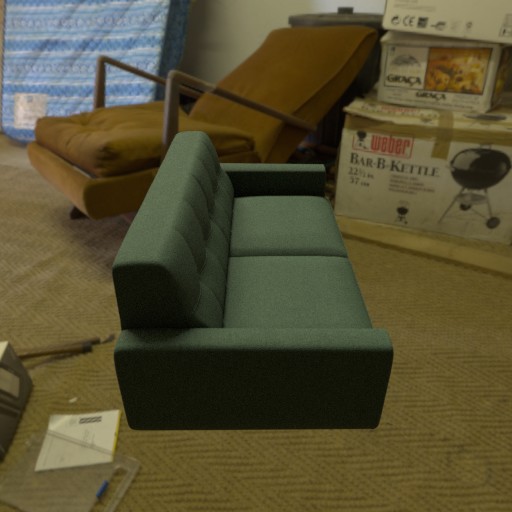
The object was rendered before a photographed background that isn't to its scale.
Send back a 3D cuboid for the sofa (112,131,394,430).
[{"bbox_3d":[0.000,0.000,2.131,0.909,0.841,1.631,0,32,0],"label":"sofa"}]
